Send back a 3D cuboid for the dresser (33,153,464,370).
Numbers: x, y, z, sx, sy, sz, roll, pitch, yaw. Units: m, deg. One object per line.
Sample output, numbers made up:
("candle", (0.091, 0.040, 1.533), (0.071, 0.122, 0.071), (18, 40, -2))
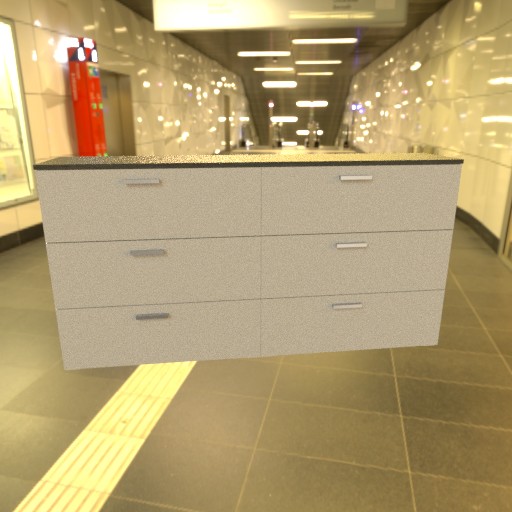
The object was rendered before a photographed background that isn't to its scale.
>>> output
("dresser", (0.000, 0.000, 1.828), (1.535, 0.790, 0.333), (-2, 18, -7))
